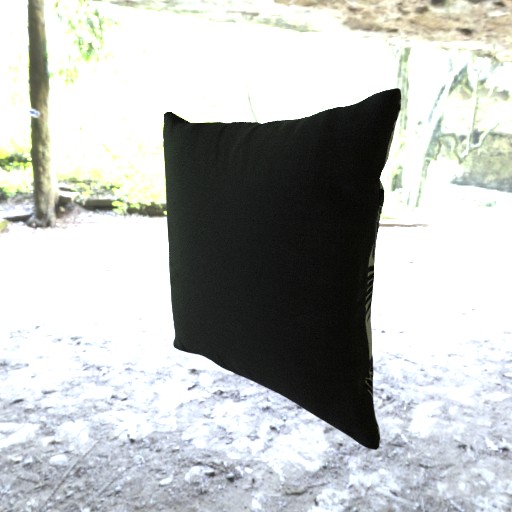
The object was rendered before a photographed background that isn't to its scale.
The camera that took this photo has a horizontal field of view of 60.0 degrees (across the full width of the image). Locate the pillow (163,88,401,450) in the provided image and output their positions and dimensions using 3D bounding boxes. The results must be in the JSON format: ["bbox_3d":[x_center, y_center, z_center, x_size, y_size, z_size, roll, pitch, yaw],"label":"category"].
[{"bbox_3d":[0.000,0.000,0.656,0.432,0.432,0.139,13,19,43],"label":"pillow"}]
